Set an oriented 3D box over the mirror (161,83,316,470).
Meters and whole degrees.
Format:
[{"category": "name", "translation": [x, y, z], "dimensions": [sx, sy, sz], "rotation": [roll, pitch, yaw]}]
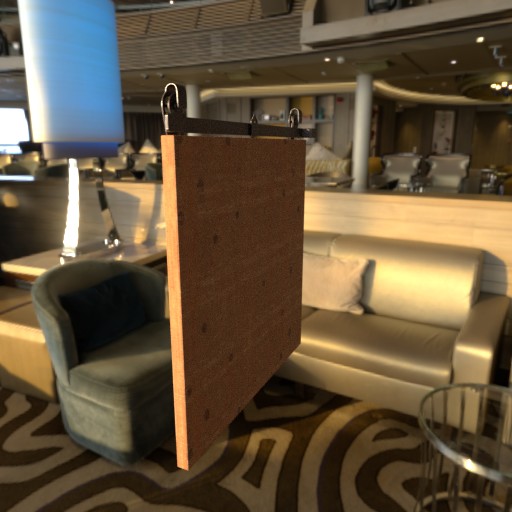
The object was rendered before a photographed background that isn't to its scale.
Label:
[{"category": "mirror", "translation": [0.000, 0.000, 1.200], "dimensions": [0.054, 0.800, 0.805], "rotation": [7, 15, 25]}]
